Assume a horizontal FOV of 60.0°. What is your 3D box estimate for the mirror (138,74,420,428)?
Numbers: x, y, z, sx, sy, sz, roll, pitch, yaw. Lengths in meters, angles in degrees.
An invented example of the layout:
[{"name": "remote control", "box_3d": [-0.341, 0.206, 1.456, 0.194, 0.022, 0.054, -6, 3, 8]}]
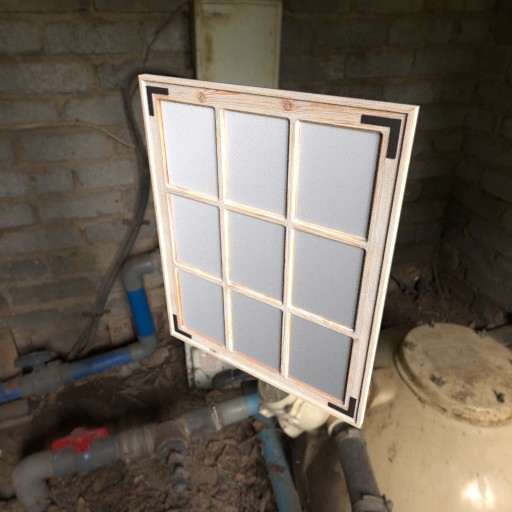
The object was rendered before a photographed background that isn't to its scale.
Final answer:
[{"name": "mirror", "box_3d": [0.000, 0.000, 1.227, 0.730, 0.882, 0.032, 19, 35, 29]}]
